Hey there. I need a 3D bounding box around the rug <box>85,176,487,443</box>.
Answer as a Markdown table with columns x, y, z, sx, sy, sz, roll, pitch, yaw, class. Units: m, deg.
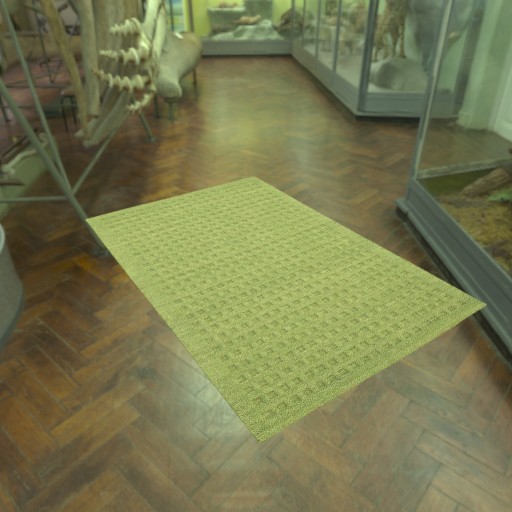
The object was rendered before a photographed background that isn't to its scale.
| x | y | z | sx | sy | sz | roll | pitch | yaw | class |
| --- | --- | --- | --- | --- | --- | --- | --- | --- | --- |
| 0.000 | 0.000 | 2.876 | 1.529 | 0.007 | 2.297 | -20 | 37 | -29 | rug |
